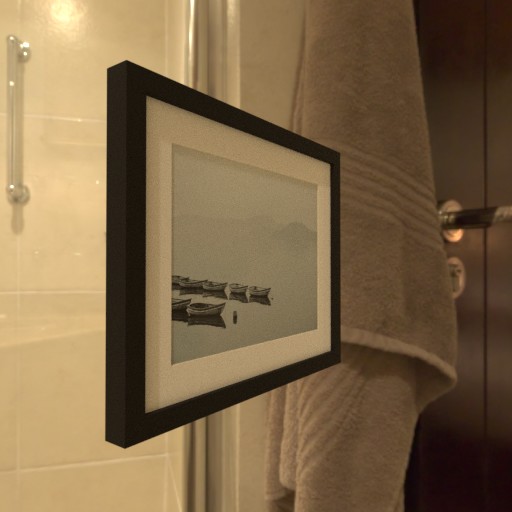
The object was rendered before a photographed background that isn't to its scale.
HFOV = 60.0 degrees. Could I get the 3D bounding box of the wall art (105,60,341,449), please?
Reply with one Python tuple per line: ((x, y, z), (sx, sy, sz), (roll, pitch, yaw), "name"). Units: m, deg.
((0.000, 0.000, 0.536), (0.028, 0.325, 0.397), (-1, -1, 37), "wall art")
